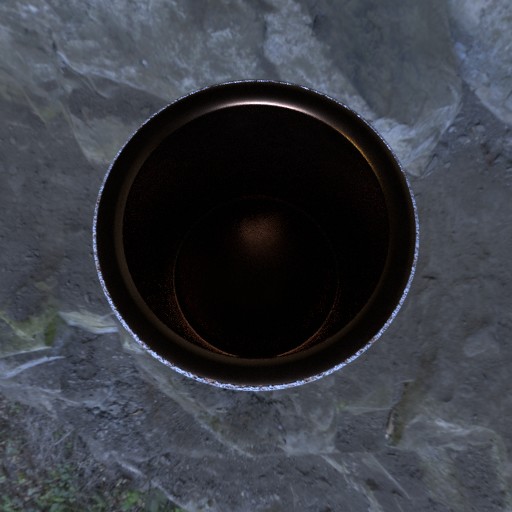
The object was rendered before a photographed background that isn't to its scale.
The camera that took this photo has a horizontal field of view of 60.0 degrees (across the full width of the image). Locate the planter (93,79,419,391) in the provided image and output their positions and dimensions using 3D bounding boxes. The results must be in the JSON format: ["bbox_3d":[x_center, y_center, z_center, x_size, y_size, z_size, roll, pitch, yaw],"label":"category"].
[{"bbox_3d":[0.000,0.000,0.190,0.109,0.096,0.109,0,76,0],"label":"planter"}]
